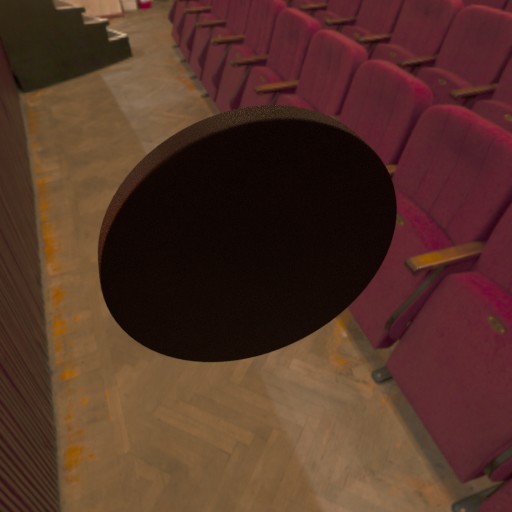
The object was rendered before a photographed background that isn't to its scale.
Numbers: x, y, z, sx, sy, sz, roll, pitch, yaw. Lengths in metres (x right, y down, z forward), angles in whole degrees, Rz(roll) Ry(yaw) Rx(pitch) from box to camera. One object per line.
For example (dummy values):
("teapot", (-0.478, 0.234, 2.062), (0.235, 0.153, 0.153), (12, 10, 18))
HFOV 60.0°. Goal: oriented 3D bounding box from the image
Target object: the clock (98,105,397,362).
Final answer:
("clock", (0.000, 0.000, 0.467), (0.314, 0.314, 0.029), (-12, 43, -13))
